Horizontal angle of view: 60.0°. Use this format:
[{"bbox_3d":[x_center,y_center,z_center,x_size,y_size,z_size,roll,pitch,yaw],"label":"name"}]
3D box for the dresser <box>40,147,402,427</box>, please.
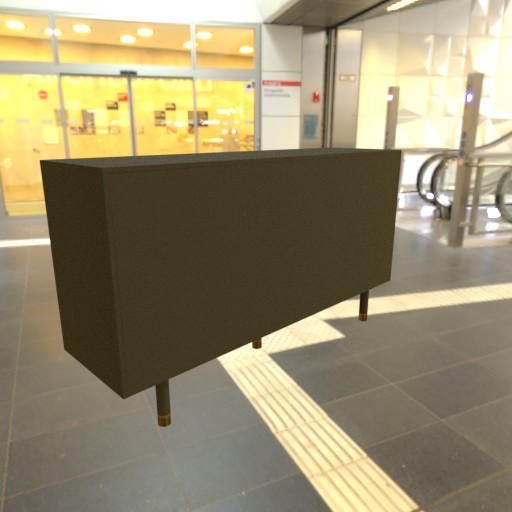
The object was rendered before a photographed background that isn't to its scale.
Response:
[{"bbox_3d":[0.000,0.000,1.937,1.558,0.872,0.463,-15,22,-42],"label":"dresser"}]
